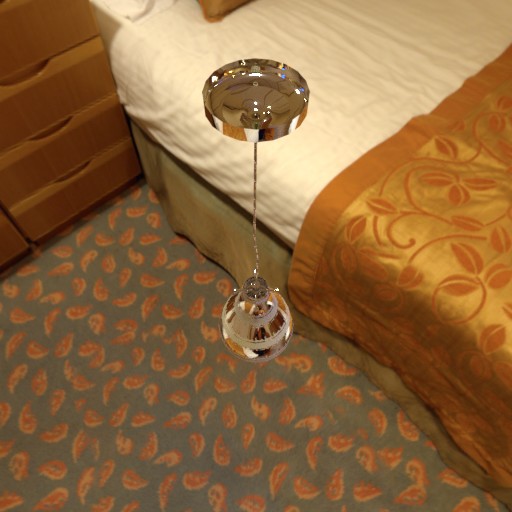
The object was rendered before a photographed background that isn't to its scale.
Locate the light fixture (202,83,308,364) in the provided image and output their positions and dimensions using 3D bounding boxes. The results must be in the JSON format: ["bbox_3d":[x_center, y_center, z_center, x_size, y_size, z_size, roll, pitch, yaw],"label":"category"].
[{"bbox_3d":[0.000,0.000,1.646,0.374,1.457,0.374,0,59,0],"label":"light fixture"}]
